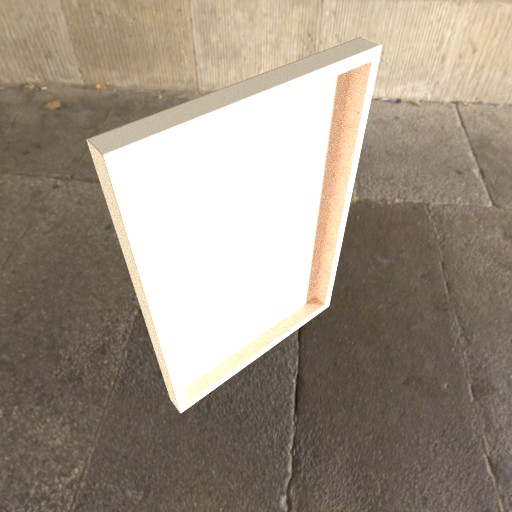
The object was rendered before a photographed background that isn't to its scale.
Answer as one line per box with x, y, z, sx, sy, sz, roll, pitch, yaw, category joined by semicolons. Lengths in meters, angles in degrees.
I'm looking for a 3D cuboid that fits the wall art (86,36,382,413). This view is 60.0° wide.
0.000;0.000;0.758;0.418;0.608;0.038;-31;54;-25;wall art
